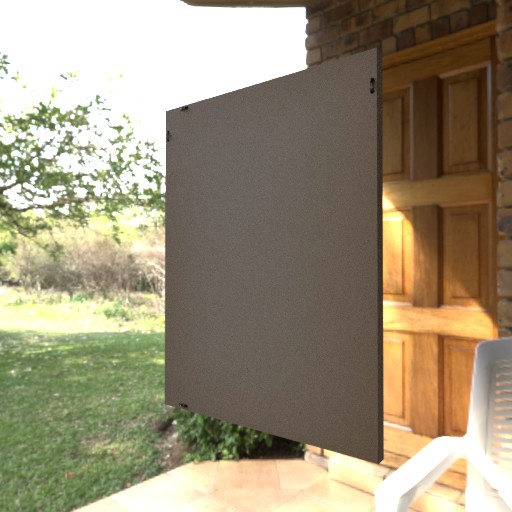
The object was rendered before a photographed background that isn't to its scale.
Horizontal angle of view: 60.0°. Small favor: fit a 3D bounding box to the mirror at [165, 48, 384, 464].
[{"bbox_3d":[0.000,0.000,1.319,0.762,1.016,0.040,-1,-1,37],"label":"mirror"}]
